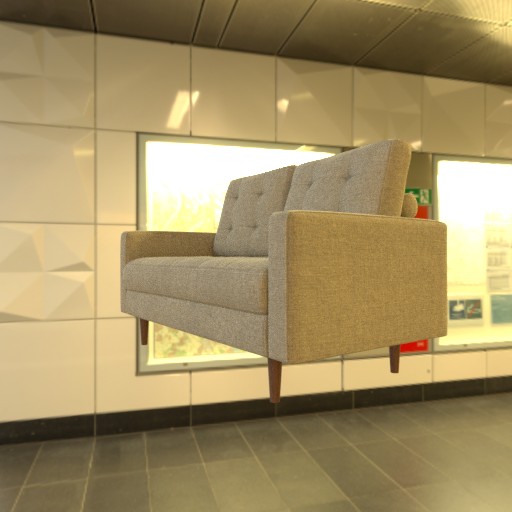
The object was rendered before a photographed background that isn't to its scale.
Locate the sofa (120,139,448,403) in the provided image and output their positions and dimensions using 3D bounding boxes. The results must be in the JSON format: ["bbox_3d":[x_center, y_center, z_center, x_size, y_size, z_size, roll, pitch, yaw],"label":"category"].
[{"bbox_3d":[0.000,0.000,2.004,0.842,0.907,1.407,0,0,-36],"label":"sofa"}]
